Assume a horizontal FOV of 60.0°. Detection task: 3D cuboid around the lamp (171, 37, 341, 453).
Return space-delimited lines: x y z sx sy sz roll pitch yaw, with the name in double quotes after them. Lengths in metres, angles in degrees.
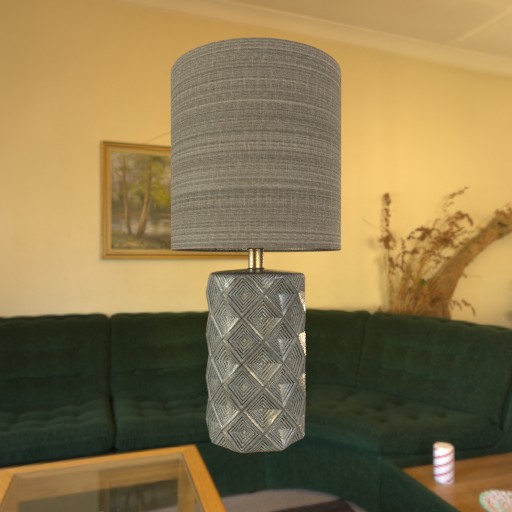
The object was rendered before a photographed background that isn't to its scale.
0.000 0.000 0.708 0.268 0.566 0.269 1 -1 -36 "lamp"
